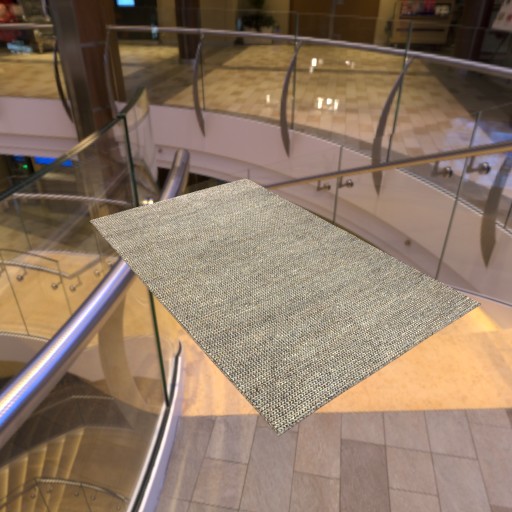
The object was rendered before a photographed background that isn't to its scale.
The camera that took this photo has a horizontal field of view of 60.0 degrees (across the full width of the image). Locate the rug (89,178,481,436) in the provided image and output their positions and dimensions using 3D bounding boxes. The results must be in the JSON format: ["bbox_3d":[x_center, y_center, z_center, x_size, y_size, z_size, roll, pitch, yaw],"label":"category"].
[{"bbox_3d":[0.000,0.000,3.091,1.538,0.021,2.443,-21,37,-30],"label":"rug"}]
